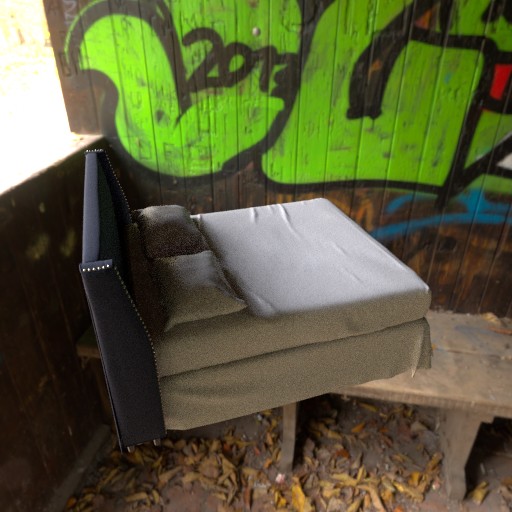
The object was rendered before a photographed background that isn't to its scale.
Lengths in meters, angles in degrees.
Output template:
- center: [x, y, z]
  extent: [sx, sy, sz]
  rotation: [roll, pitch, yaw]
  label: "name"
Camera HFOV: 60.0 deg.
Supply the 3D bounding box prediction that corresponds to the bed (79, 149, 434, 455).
- center: [0.000, 0.000, 3.367]
  extent: [2.276, 1.332, 1.925]
  rotation: [-9, 32, -15]
  label: "bed"
